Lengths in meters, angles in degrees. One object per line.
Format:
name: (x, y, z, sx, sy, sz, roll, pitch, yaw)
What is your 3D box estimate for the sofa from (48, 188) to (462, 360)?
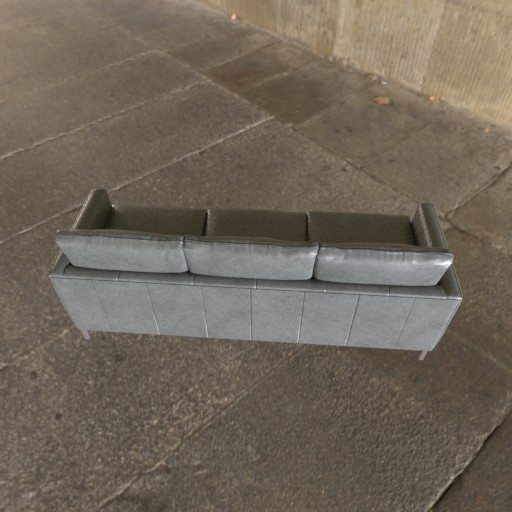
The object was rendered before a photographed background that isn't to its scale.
sofa: (0.000, 0.000, 2.494, 2.029, 0.805, 0.748, 3, 46, 3)
